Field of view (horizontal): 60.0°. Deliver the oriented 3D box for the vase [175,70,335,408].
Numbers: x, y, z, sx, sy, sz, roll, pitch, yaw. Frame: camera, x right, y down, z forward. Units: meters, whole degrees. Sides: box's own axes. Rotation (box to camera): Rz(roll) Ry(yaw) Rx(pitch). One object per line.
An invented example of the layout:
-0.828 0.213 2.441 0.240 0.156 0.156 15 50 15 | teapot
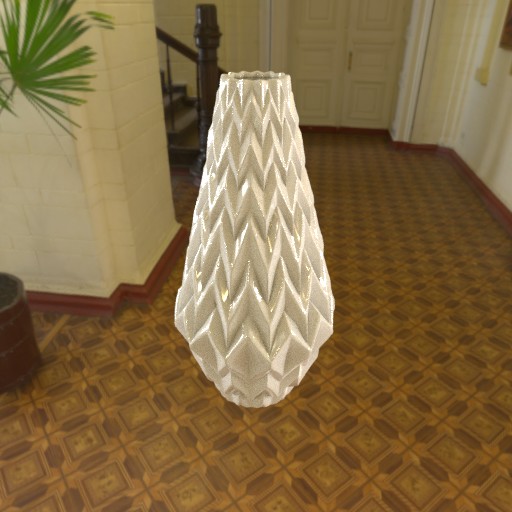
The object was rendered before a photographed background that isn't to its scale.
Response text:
0.000 0.000 0.430 0.167 0.328 0.167 0 30 0 | vase
